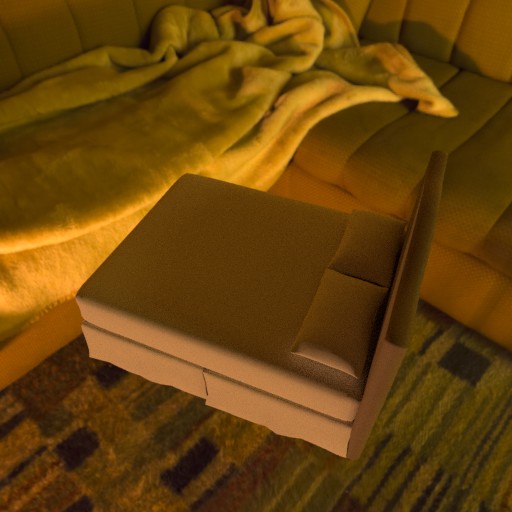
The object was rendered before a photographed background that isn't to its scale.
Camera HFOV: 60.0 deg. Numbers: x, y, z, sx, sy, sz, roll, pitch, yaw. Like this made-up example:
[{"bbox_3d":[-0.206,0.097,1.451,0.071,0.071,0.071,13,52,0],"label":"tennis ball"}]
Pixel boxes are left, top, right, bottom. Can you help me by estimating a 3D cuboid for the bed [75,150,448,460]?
[{"bbox_3d":[0.000,0.000,3.189,2.128,1.441,1.744,17,48,16],"label":"bed"}]
